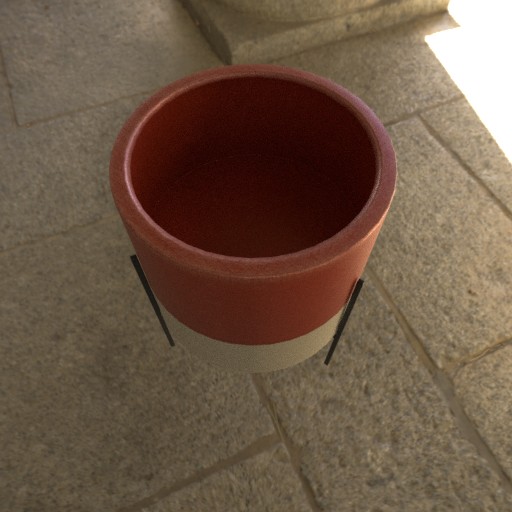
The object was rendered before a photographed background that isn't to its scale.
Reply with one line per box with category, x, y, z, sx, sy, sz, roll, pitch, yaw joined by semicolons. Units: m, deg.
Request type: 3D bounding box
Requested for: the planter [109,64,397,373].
planter;0.000;0.000;0.725;0.354;0.465;0.345;33;64;18
